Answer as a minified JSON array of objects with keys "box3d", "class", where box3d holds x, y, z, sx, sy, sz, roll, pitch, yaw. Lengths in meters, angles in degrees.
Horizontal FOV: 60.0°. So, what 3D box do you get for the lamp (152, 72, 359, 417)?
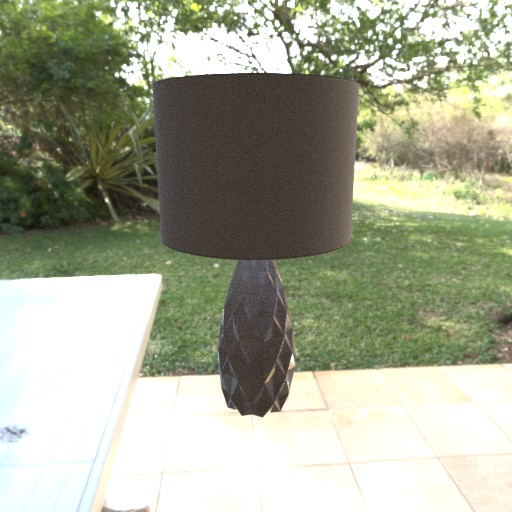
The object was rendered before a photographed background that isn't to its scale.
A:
[{"box3d":[0.000,0.000,0.717,0.297,0.522,0.297,0,15,0],"class":"lamp"}]
